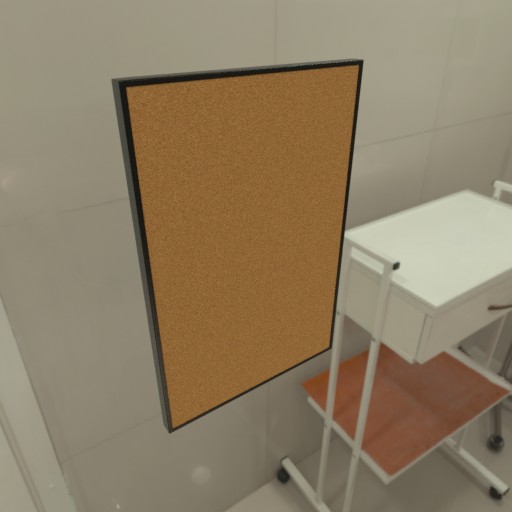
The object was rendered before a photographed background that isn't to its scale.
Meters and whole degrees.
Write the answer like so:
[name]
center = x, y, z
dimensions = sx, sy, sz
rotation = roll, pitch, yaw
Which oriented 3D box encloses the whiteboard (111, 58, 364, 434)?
[whiteboard]
center = 0.000, 0.000, 0.774
dimensions = 0.406, 0.611, 0.026
rotation = -19, 35, -30
